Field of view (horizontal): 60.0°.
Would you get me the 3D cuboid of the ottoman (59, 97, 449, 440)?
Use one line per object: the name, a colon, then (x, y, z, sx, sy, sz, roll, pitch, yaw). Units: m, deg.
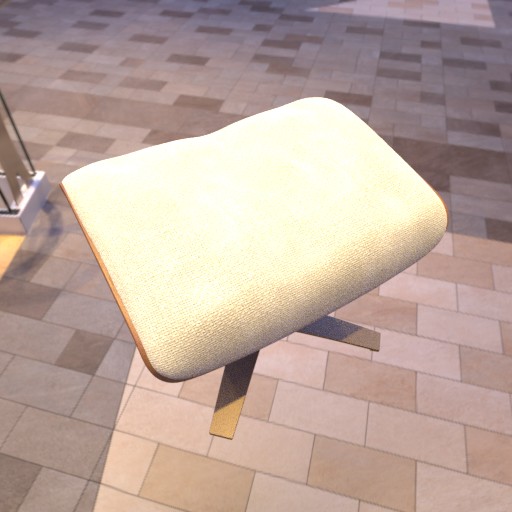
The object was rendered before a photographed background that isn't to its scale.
ottoman: (0.000, 0.000, 0.803, 0.520, 0.391, 0.394, -24, 51, -21)
